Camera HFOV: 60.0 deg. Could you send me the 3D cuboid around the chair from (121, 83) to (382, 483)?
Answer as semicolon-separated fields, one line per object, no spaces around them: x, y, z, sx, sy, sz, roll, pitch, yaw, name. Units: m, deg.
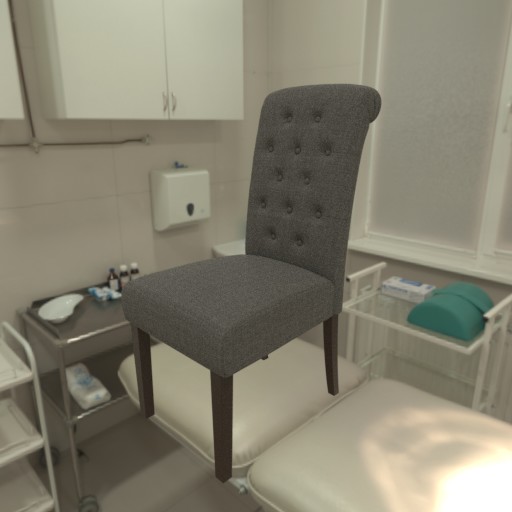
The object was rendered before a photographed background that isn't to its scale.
0.000;0.000;1.352;0.456;1.006;0.671;16;23;42;chair
